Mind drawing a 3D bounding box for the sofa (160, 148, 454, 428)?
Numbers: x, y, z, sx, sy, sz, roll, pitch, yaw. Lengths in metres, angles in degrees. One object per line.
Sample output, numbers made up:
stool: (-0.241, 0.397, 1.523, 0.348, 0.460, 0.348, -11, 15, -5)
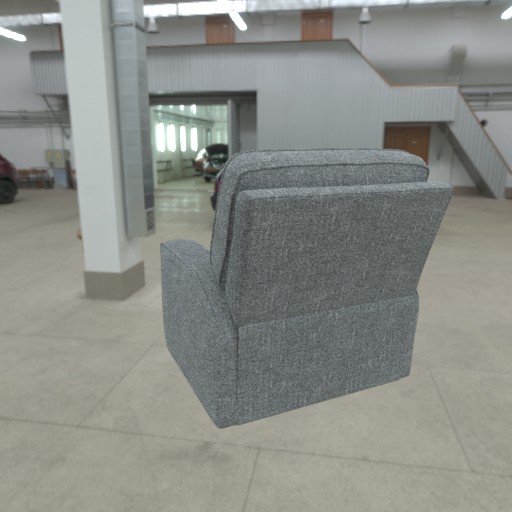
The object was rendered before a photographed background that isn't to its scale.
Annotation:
sofa: (0.000, 0.000, 2.024, 0.861, 0.959, 1.472, -6, 15, -25)
